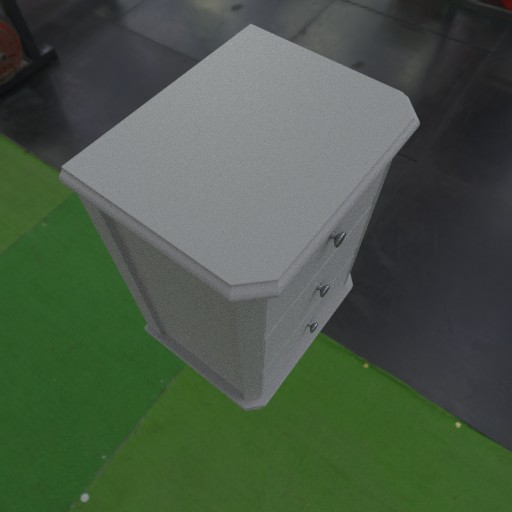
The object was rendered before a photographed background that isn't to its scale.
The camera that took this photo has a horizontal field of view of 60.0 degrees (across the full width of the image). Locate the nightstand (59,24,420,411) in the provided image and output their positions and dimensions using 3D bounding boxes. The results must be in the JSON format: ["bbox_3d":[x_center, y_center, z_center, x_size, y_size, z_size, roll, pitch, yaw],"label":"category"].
[{"bbox_3d":[0.000,0.000,0.934,0.350,0.680,0.450,33,64,18],"label":"nightstand"}]
